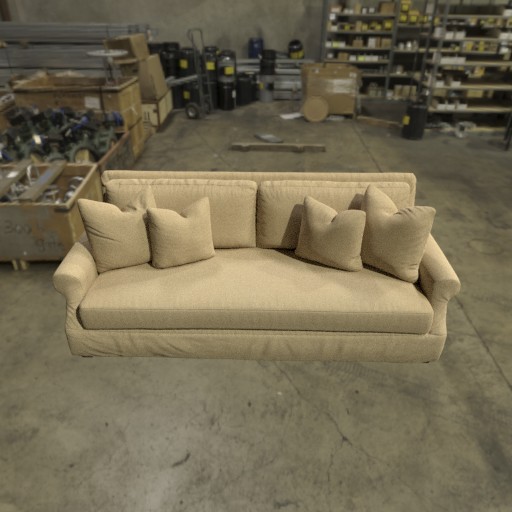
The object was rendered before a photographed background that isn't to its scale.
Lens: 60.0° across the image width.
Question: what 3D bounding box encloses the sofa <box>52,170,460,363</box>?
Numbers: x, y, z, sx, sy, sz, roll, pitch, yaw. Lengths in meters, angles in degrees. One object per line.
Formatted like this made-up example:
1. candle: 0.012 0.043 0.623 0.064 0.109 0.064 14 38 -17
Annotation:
1. sofa: 0.000 0.000 2.824 2.285 0.904 1.067 1 31 1
